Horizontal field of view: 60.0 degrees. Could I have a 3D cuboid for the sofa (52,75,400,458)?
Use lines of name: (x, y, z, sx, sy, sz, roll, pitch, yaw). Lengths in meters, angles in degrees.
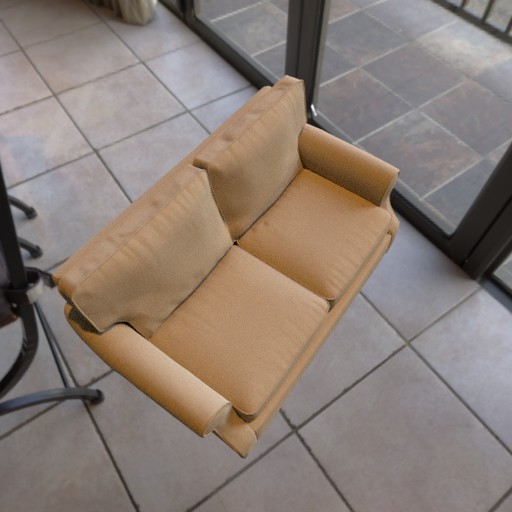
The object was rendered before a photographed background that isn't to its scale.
sofa: (0.000, 0.000, 2.201, 0.964, 0.937, 1.665, 32, 63, 19)
